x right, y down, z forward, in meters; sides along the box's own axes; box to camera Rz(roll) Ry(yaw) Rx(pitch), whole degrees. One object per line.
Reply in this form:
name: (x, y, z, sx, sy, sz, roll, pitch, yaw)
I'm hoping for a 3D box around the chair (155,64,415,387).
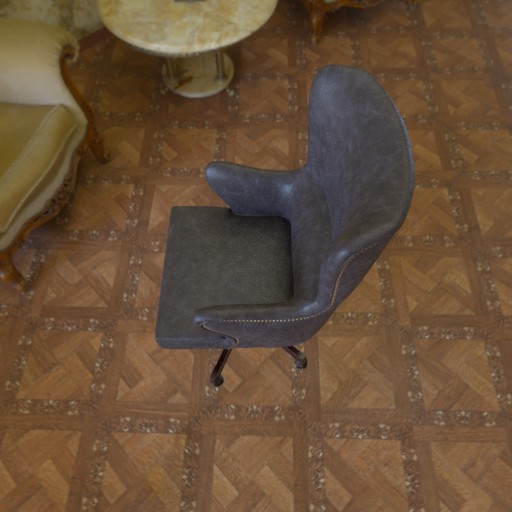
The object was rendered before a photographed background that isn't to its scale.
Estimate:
chair: (0.000, 0.000, 1.445, 0.717, 1.037, 0.594, 0, 59, 0)
